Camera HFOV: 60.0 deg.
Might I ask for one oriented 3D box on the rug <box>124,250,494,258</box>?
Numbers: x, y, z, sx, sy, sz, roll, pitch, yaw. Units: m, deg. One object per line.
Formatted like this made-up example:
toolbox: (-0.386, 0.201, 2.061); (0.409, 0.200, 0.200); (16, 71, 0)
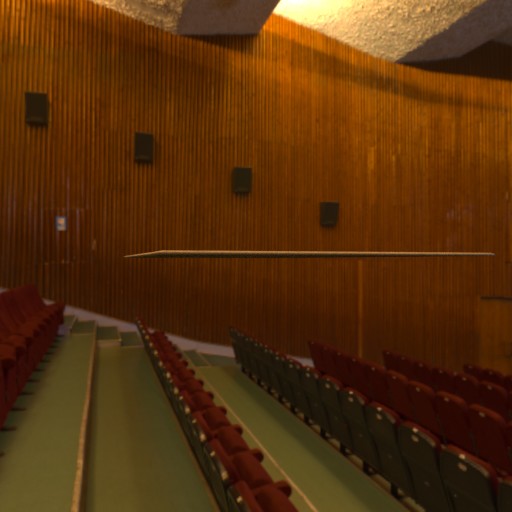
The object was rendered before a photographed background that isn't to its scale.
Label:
rug: (0.000, 0.000, 2.304); (1.224, 0.012, 1.847); (0, -1, -20)
